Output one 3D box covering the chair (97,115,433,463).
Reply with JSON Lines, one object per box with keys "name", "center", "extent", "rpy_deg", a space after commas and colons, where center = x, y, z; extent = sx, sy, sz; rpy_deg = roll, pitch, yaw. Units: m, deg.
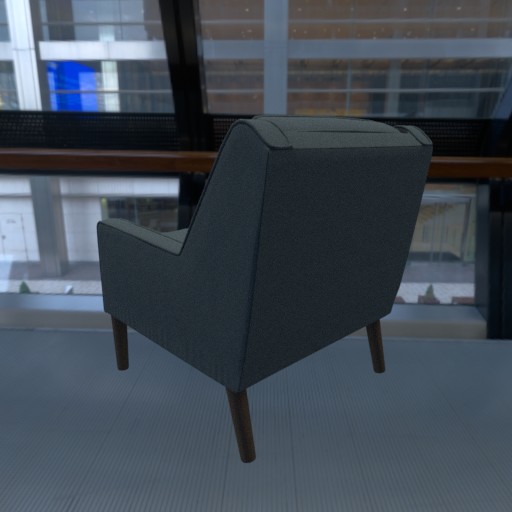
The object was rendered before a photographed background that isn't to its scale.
{"name": "chair", "center": [0.000, 0.000, 1.322], "extent": [0.663, 0.780, 0.733], "rpy_deg": [-14, 20, -42]}
